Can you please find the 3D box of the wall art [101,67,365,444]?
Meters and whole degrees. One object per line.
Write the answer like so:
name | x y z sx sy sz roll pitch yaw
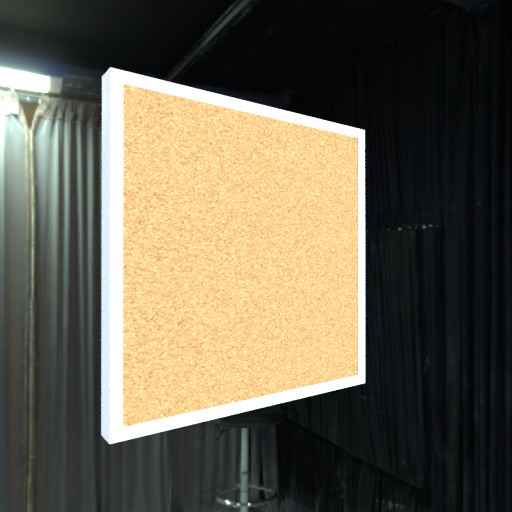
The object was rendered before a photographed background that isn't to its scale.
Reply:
wall art | 0.000 0.000 0.756 0.506 0.505 0.038 0 0 -35
